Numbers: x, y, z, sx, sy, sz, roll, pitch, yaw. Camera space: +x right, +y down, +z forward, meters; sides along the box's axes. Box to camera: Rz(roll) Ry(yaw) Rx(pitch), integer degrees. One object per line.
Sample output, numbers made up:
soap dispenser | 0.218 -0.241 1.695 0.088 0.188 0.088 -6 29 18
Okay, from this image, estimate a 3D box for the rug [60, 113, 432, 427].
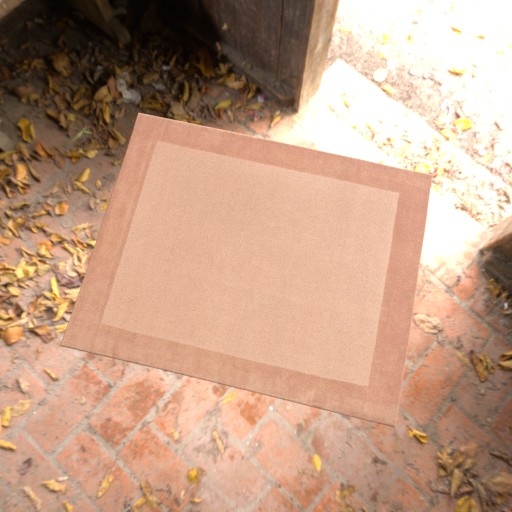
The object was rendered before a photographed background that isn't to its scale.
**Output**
rug | 0.000 0.000 4.203 3.057 0.021 2.431 13 76 3
